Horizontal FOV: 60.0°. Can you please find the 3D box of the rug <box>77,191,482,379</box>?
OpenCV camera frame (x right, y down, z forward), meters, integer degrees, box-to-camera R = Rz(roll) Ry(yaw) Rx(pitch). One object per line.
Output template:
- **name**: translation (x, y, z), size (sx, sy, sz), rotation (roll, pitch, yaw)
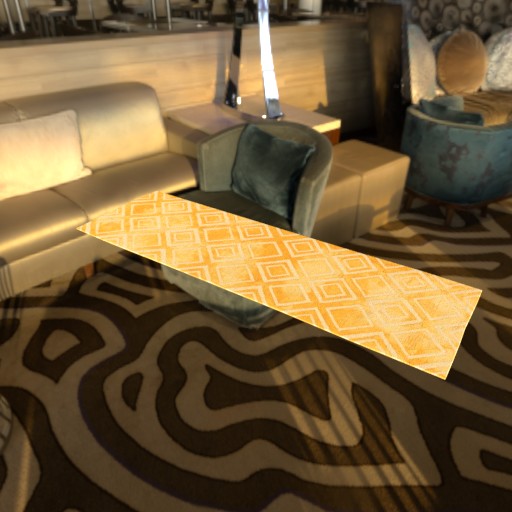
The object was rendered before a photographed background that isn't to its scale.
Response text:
- **rug**: translation (0.000, 0.000, 2.710), size (2.438, 0.010, 0.775), rotation (19, 36, 28)
